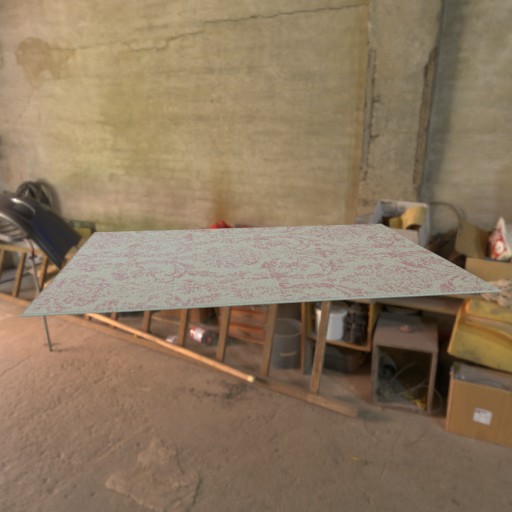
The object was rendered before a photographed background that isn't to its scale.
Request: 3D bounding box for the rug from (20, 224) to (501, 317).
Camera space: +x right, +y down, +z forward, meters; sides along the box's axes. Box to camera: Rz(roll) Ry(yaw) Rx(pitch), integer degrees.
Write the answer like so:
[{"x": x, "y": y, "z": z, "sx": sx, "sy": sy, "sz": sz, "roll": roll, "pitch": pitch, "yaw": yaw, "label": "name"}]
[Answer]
[{"x": 0.000, "y": 0.000, "z": 2.249, "sx": 1.839, "sy": 0.012, "sz": 1.219, "roll": -2, "pitch": 17, "yaw": -7, "label": "rug"}]
